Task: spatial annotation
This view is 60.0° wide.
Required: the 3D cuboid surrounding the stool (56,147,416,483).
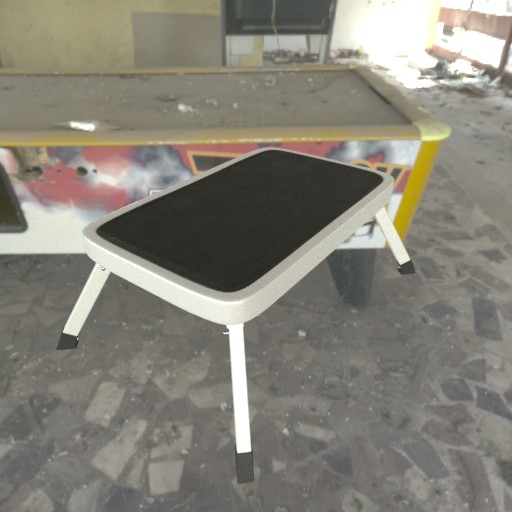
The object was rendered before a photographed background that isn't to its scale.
[{"bbox_3d":[0.000,0.000,0.607,0.320,0.170,0.460,21,38,30],"label":"stool"}]
